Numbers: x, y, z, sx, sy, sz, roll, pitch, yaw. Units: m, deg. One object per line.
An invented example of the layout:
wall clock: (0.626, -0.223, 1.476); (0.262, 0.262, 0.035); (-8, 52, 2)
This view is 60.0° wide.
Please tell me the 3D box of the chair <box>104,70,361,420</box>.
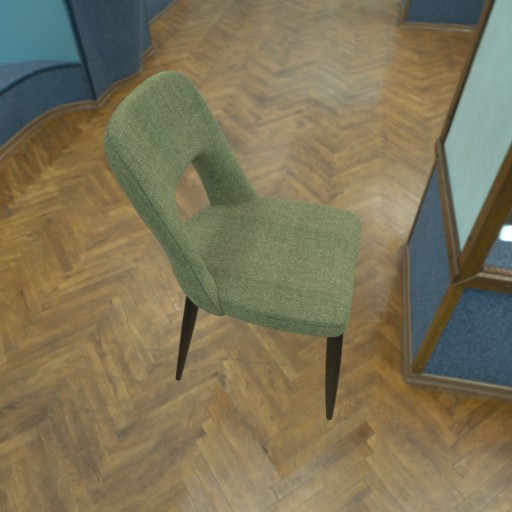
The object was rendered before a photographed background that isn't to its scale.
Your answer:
chair: (0.000, 0.000, 1.290); (0.612, 0.931, 0.470); (10, 46, 10)
